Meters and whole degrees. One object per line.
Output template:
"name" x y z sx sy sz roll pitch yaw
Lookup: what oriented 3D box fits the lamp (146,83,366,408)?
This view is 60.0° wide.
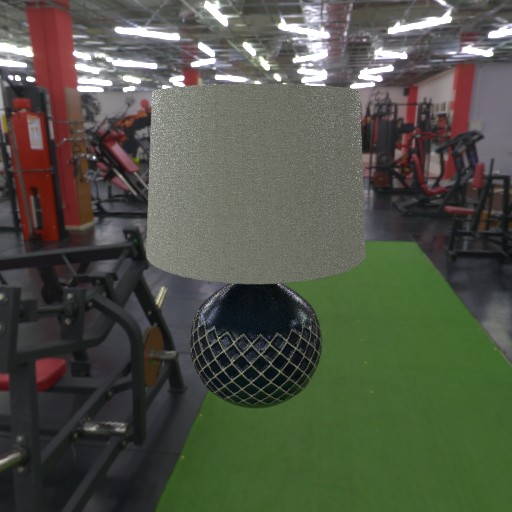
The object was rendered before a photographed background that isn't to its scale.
"lamp" 0.000 0.000 0.783 0.376 0.540 0.376 0 16 0
